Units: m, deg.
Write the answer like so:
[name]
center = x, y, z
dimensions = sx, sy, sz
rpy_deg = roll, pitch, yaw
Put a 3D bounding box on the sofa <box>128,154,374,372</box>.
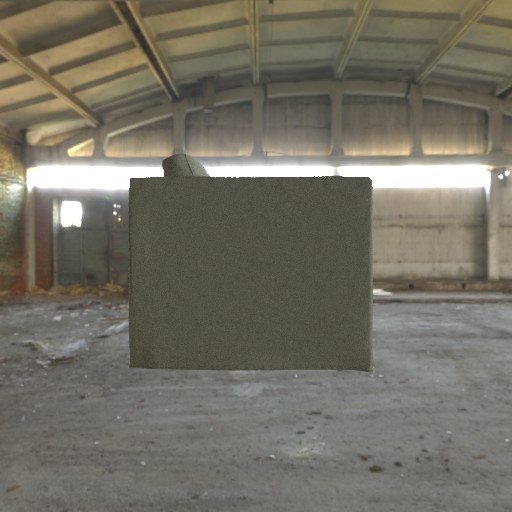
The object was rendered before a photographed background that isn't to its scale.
[sofa]
center = 0.000, 0.000, 2.788
dimensions = 0.962, 0.853, 2.312
rpy_deg = 0, 0, 1
